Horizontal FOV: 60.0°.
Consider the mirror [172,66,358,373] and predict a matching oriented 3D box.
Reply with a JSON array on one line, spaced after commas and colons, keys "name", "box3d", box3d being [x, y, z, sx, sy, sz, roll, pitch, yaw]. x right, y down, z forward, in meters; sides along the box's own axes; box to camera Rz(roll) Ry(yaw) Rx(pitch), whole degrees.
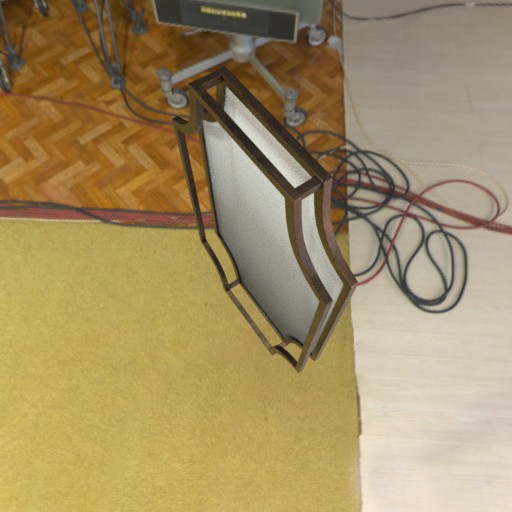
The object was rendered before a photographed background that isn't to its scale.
[{"name": "mirror", "box3d": [0.000, 0.000, 0.986, 0.066, 0.811, 0.462, -32, 68, -15]}]
